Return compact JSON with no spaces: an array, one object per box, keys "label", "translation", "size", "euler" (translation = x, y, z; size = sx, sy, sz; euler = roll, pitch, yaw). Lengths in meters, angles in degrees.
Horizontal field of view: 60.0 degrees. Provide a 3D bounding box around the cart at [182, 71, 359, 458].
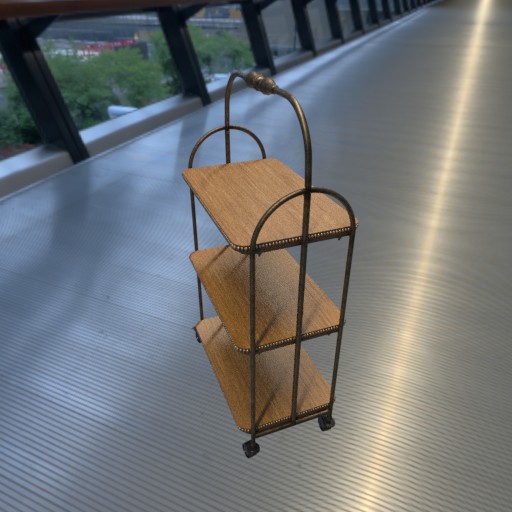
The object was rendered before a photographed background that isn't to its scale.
[{"label":"cart","translation":[0.000,0.000,1.363],"size":[0.330,1.052,0.650],"euler":[-11,33,-18]}]
